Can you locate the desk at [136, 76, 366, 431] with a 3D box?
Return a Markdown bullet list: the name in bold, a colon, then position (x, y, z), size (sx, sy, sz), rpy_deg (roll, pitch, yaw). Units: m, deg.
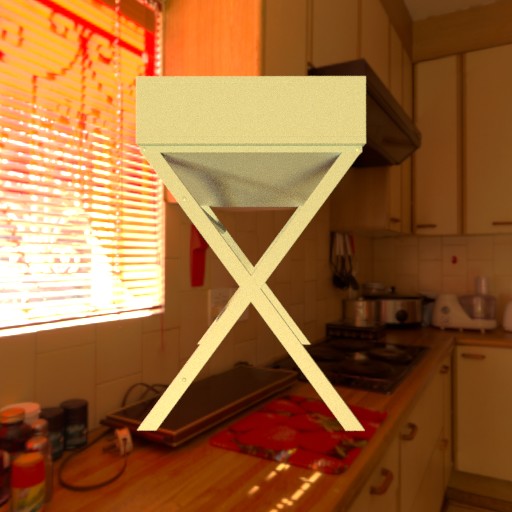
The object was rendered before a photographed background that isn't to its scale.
- **desk**: position (0.000, 0.000, 1.496), size (0.525, 0.780, 1.057), rpy_deg (0, 0, 0)
